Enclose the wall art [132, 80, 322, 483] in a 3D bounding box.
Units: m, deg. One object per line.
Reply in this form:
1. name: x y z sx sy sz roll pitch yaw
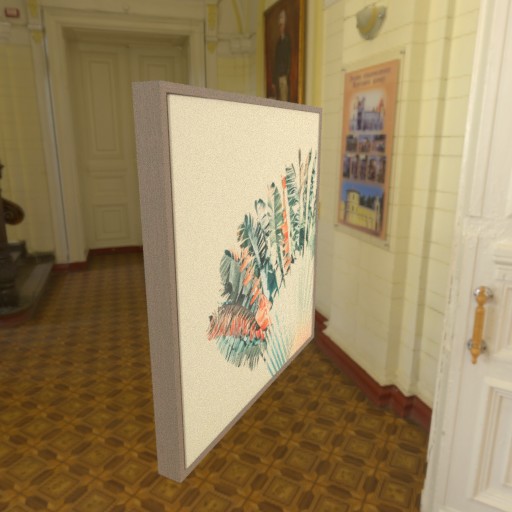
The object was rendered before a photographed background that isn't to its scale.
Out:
1. wall art: 0.000 0.000 0.756 0.038 0.506 0.508 8 17 27
